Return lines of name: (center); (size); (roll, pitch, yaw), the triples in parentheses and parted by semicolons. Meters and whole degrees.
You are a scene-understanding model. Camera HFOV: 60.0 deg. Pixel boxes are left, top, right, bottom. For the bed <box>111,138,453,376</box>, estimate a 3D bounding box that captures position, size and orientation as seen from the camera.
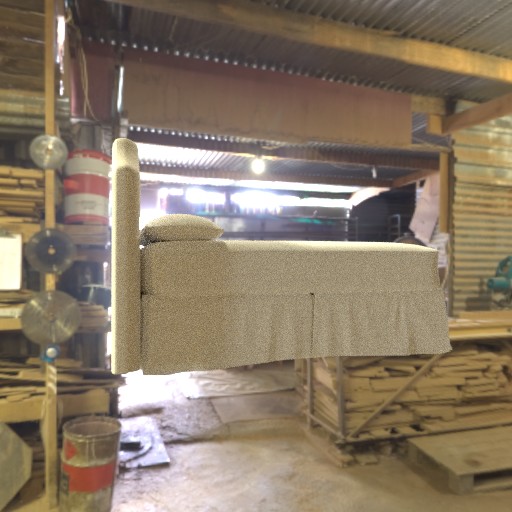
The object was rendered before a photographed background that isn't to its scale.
bed: (0.000, 0.000, 3.580); (2.204, 1.301, 2.160); (0, 0, -18)
